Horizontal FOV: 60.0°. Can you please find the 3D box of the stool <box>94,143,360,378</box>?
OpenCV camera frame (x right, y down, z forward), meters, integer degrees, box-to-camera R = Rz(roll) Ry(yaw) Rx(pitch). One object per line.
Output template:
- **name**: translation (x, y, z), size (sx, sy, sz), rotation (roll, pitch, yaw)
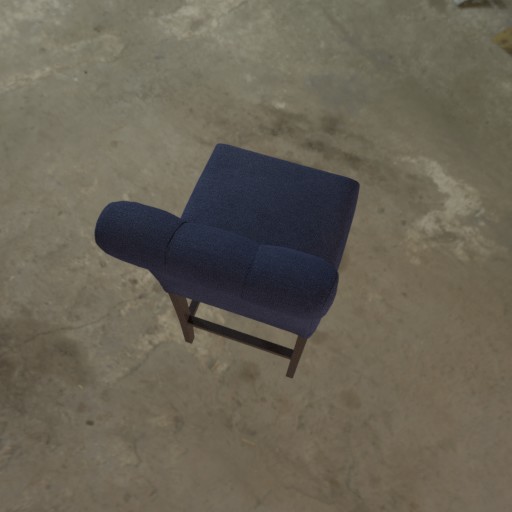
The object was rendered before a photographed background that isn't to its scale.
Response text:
- **stool**: translation (0.000, 0.000, 1.344), size (0.493, 1.010, 0.601), rotation (17, 65, 8)
